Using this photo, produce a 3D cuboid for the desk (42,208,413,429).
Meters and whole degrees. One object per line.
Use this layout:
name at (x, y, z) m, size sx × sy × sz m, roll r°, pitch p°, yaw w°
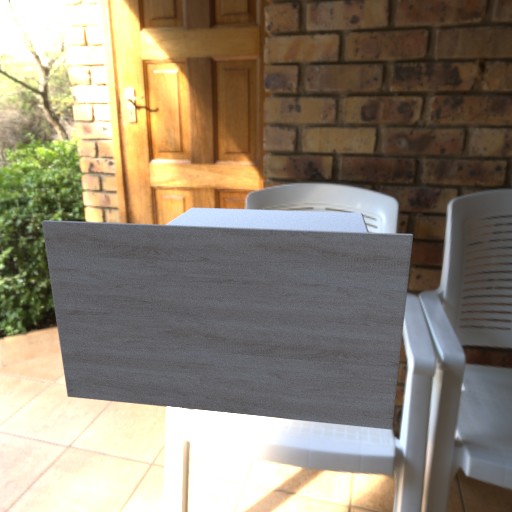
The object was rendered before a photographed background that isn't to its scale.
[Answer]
desk at (0.000, 0.000, 2.649) m, size 1.400 × 0.800 × 1.900 m, roll 3°, pitch 17°, yaw 9°
